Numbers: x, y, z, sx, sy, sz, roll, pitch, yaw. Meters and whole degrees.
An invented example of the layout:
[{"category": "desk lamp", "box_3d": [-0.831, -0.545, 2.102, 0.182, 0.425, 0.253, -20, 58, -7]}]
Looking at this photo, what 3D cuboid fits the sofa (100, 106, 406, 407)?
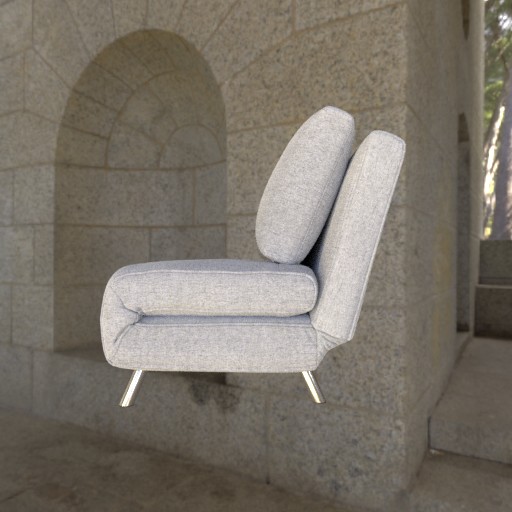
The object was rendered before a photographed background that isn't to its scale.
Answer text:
[{"category": "sofa", "box_3d": [0.000, 0.000, 1.884, 0.910, 0.910, 1.220, 0, 0, 2]}]
